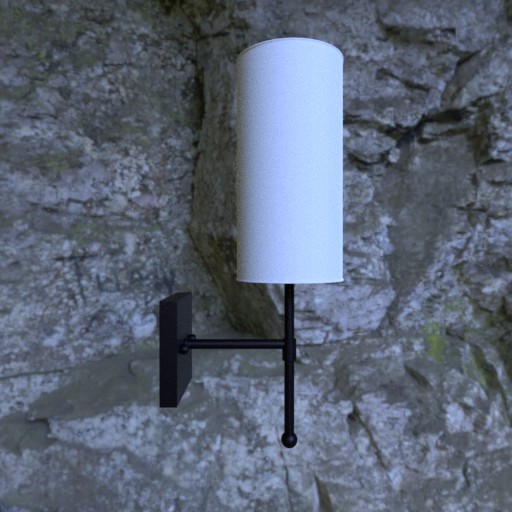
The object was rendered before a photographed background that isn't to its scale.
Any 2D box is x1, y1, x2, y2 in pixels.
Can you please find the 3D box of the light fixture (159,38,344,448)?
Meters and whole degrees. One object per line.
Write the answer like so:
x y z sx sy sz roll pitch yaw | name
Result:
0.000 0.000 0.533 0.208 0.462 0.128 0 0 0 | light fixture
